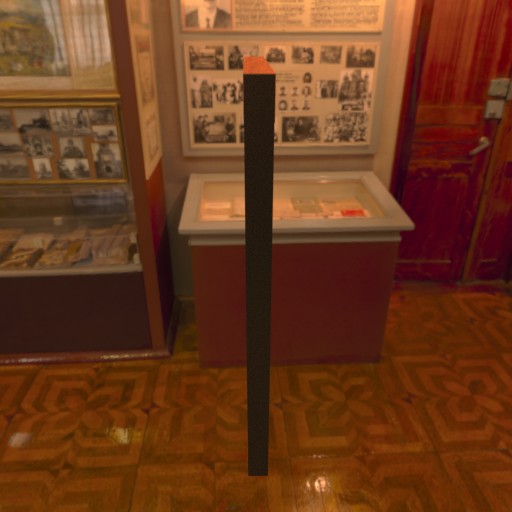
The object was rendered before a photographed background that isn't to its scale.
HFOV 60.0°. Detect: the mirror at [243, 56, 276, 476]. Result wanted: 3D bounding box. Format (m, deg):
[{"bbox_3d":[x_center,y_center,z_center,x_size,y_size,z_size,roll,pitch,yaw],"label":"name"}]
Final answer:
[{"bbox_3d":[0.000,0.000,1.028,0.047,0.823,0.525,0,27,-1],"label":"mirror"}]
